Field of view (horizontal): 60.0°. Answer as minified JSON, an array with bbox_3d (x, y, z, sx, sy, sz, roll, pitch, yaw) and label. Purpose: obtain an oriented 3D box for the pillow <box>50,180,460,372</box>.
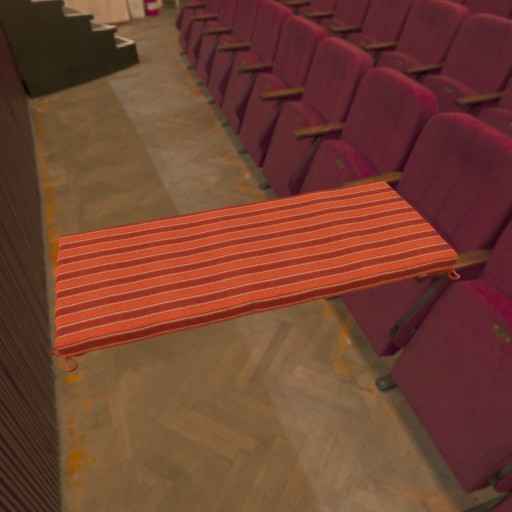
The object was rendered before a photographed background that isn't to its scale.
[{"bbox_3d":[0.000,0.000,1.356,1.187,0.081,0.492,-11,42,-13],"label":"pillow"}]
